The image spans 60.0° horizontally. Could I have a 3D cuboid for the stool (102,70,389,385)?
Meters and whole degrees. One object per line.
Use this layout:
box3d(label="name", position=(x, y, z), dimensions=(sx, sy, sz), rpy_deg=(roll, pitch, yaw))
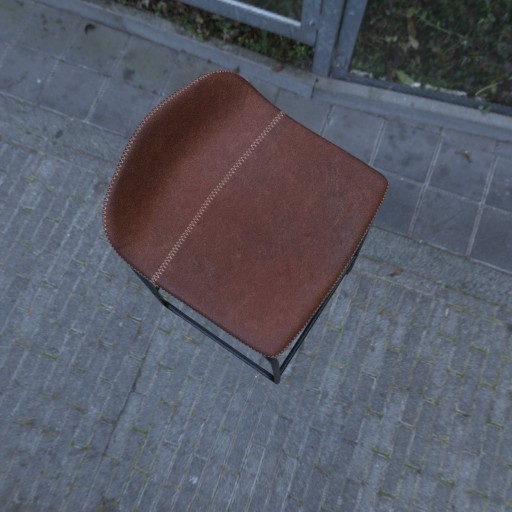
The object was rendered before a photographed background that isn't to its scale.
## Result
box3d(label="stool", position=(0.000, 0.000, 1.119), dimensions=(0.473, 0.830, 0.454), rpy_deg=(33, 77, 8))
